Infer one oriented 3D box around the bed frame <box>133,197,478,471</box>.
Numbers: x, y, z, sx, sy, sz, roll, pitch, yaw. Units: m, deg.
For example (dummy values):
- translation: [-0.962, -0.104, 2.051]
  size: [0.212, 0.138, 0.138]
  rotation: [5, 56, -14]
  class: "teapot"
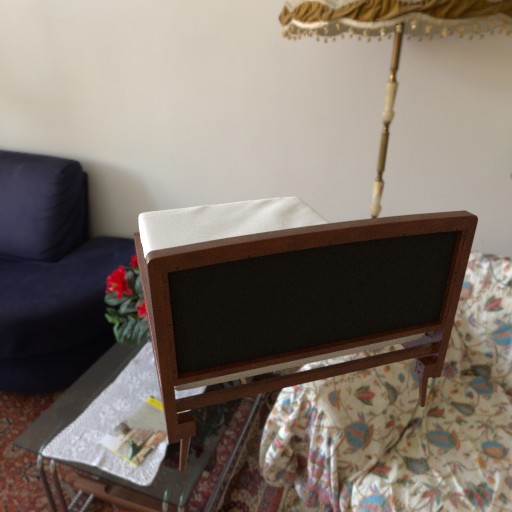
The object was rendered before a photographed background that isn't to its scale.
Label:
- translation: [0.000, 0.000, 3.131]
  size: [1.587, 1.279, 2.171]
  rotation: [-8, 27, -16]
  class: "bed frame"
